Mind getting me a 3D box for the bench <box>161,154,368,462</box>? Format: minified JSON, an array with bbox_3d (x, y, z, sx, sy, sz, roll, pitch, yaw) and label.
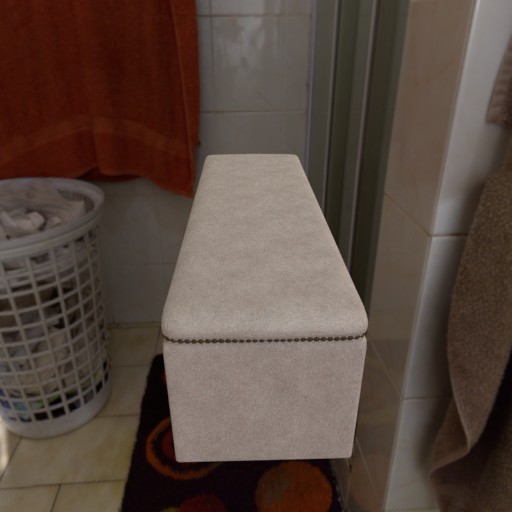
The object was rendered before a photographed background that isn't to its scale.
[{"bbox_3d":[0.000,0.000,1.700,0.470,0.447,1.482,-1,27,-1],"label":"bench"}]
